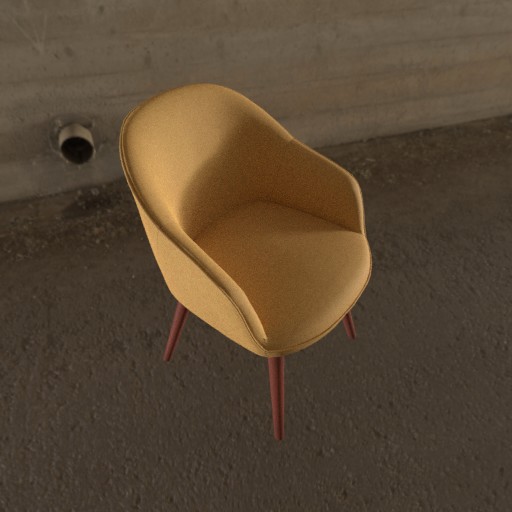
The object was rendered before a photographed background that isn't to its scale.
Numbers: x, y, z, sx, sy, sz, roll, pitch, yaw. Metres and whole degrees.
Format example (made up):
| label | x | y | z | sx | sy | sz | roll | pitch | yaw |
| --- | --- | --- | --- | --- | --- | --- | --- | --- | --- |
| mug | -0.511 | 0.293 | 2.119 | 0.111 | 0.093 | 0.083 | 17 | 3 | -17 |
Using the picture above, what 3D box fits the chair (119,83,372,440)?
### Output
| label | x | y | z | sx | sy | sz | roll | pitch | yaw |
| --- | --- | --- | --- | --- | --- | --- | --- | --- | --- |
| chair | 0.000 | 0.000 | 1.296 | 0.635 | 0.823 | 0.596 | 26 | 47 | 27 |
